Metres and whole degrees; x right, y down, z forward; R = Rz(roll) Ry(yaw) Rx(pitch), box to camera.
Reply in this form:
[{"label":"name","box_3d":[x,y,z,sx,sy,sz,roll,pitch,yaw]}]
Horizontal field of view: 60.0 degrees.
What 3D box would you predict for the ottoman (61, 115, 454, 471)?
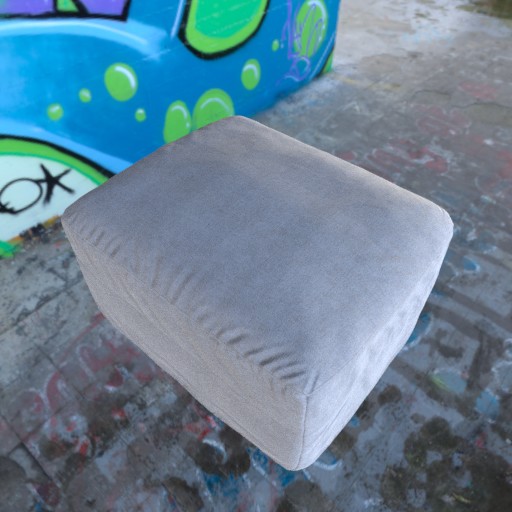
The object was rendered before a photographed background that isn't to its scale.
[{"label":"ottoman","box_3d":[0.000,0.000,1.221,0.837,0.481,0.683,32,54,27]}]
